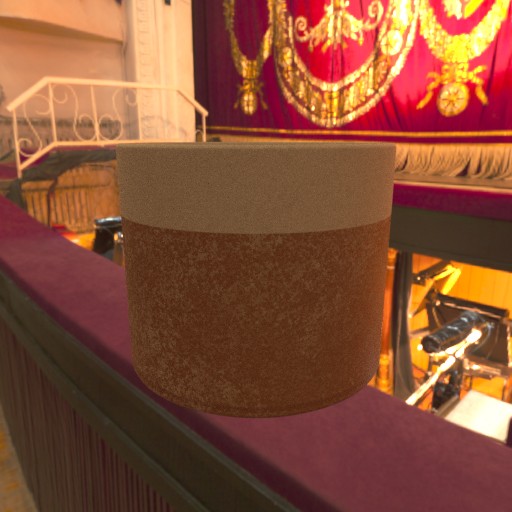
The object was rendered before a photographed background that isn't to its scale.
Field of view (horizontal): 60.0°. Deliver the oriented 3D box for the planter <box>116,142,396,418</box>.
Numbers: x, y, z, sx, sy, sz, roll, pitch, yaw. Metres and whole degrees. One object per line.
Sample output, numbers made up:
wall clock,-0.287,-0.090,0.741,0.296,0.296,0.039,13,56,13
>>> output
planter,0.000,0.000,0.279,0.159,0.138,0.159,0,15,0
